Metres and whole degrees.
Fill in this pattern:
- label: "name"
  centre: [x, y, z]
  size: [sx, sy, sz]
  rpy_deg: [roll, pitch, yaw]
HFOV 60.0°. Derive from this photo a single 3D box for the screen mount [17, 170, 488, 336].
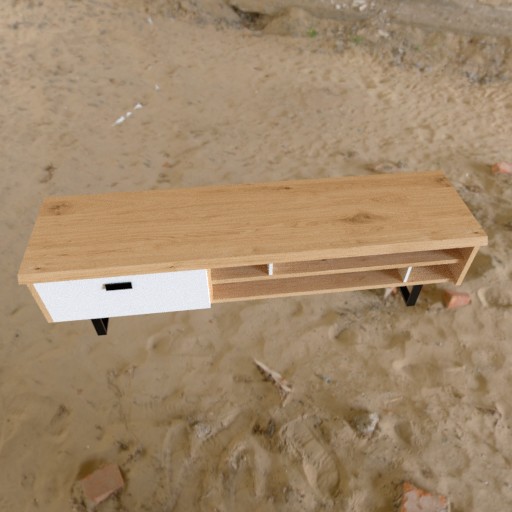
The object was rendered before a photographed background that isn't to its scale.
- label: "screen mount"
  centre: [0.000, 0.000, 1.887]
  size: [1.700, 0.430, 0.450]
  rpy_deg: [-5, 46, -5]
